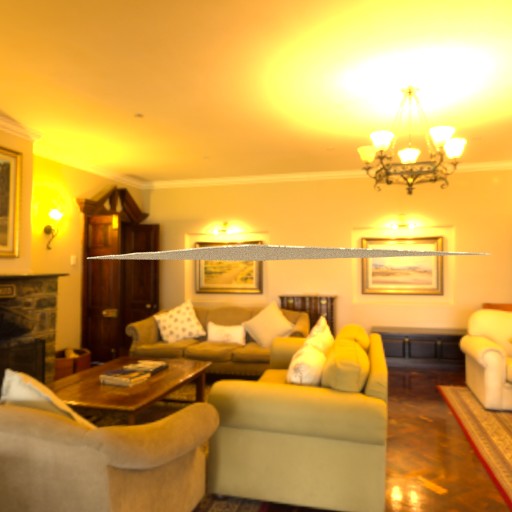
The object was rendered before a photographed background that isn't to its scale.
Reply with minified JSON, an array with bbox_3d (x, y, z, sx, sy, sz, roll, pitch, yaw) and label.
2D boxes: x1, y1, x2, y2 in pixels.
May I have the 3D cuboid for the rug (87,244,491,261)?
[{"bbox_3d":[0.000,0.000,2.747,1.524,0.013,2.135,1,-2,-34],"label":"rug"}]
